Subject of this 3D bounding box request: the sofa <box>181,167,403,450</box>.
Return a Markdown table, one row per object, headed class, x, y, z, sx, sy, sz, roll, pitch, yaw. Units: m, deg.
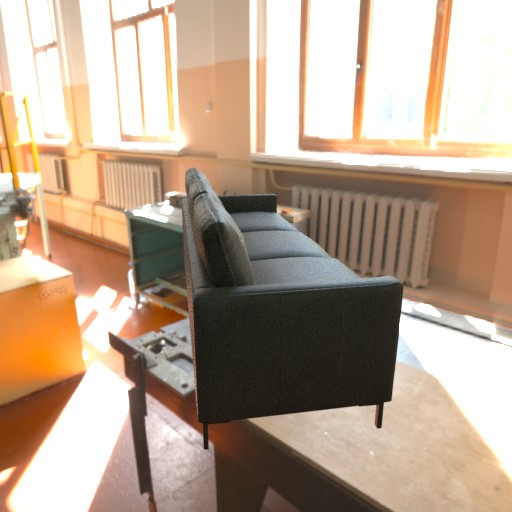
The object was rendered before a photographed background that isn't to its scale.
| class | x | y | z | sx | sy | sz | roll | pitch | yaw |
| --- | --- | --- | --- | --- | --- | --- | --- | --- | --- |
| sofa | 0.000 | 0.000 | 2.398 | 0.748 | 0.805 | 2.029 | -3 | 17 | -10 |
